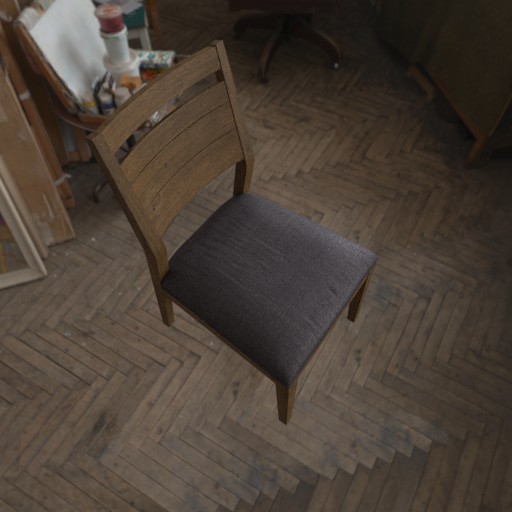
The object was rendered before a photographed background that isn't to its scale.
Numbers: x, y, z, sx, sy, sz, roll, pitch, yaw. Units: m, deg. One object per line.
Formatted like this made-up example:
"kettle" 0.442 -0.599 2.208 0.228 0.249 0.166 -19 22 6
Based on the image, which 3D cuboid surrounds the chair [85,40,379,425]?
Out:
"chair" 0.000 0.000 1.299 0.610 0.939 0.501 32 63 18
